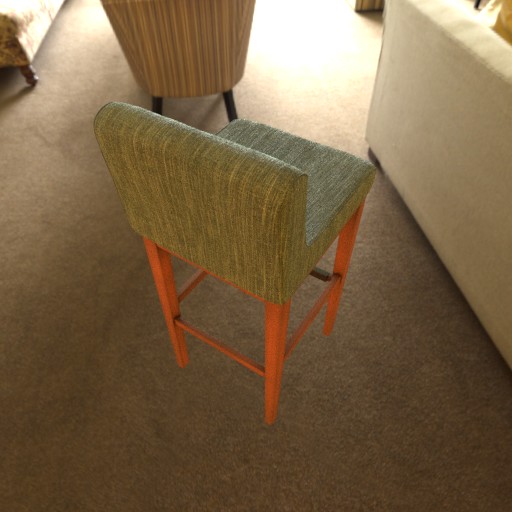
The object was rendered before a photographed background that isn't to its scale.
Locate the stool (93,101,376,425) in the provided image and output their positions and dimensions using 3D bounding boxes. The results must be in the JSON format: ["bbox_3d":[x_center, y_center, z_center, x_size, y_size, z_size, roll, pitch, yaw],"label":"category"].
[{"bbox_3d":[0.000,0.000,1.221,0.426,0.965,0.499,26,52,22],"label":"stool"}]
